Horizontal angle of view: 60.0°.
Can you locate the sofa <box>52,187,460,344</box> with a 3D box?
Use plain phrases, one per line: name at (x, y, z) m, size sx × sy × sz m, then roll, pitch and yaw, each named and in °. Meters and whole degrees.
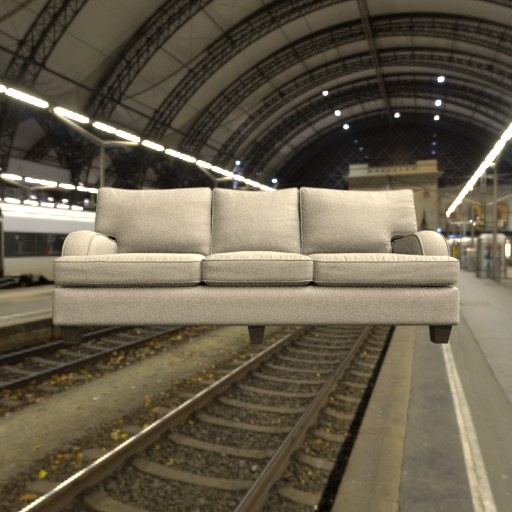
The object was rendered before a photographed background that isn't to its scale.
sofa at (0.000, 0.000, 2.960) m, size 2.323 × 0.991 × 1.016 m, roll 0°, pitch 1°, yaw -1°
